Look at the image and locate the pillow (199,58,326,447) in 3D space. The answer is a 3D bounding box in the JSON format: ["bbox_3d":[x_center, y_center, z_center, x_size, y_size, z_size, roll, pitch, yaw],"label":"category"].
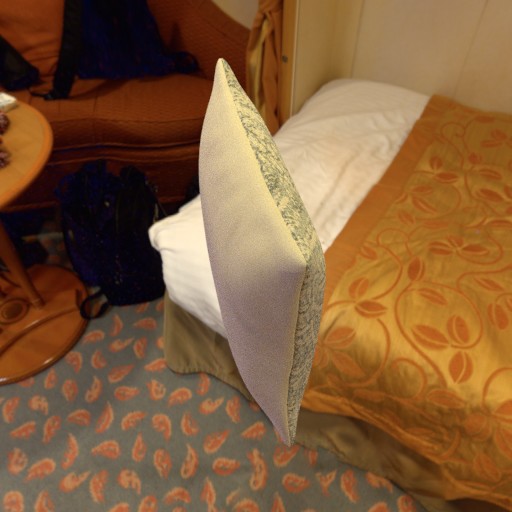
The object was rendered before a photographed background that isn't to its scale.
[{"bbox_3d":[0.000,0.000,0.815,0.166,0.510,0.523,-10,48,-9],"label":"pillow"}]
